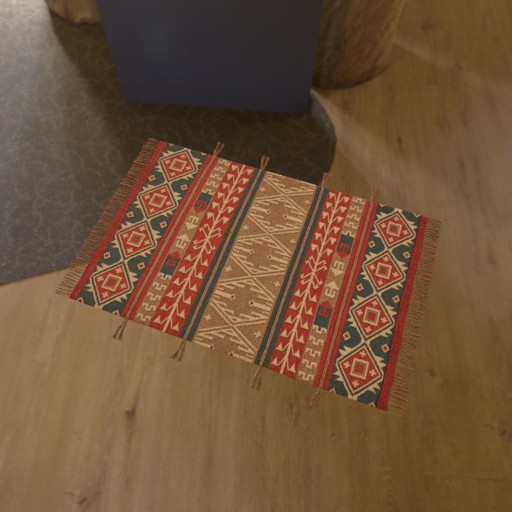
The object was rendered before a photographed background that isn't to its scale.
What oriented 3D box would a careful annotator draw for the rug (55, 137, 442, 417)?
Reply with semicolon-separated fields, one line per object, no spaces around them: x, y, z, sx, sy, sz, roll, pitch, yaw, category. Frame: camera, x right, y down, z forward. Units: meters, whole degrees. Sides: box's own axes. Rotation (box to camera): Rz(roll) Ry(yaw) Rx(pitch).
0.000;0.000;2.629;2.025;0.040;1.469;18;64;9;rug
